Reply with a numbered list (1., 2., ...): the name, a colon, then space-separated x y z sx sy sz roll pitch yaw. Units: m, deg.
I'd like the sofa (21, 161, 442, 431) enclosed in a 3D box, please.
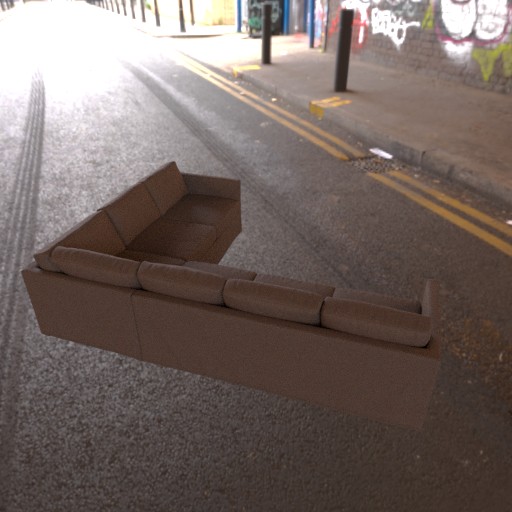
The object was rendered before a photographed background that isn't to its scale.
1. sofa: 0.000 0.000 4.206 3.182 0.871 2.432 10 32 16
